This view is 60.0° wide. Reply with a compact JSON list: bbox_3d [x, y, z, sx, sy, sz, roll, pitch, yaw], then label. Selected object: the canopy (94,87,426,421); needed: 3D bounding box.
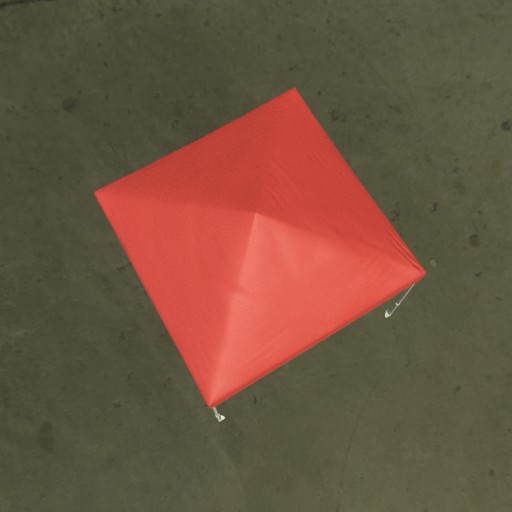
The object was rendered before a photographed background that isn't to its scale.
[{"bbox_3d":[0.000,0.000,5.152,2.848,2.849,2.849,-30,77,-8],"label":"canopy"}]
